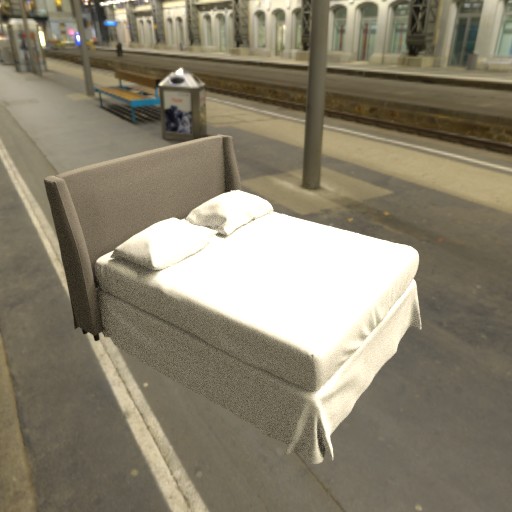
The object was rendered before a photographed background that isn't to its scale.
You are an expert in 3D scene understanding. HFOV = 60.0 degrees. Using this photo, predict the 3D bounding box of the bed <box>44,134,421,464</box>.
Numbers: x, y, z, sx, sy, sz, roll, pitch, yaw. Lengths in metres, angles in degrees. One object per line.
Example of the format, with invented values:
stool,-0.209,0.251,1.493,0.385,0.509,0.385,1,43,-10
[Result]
bed,0.000,0.000,3.419,2.276,1.332,1.925,18,32,32
